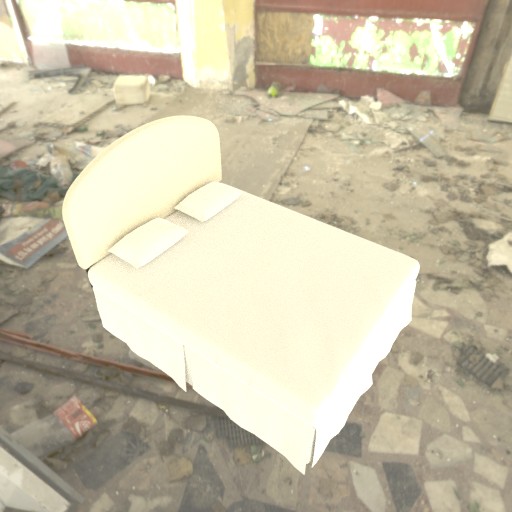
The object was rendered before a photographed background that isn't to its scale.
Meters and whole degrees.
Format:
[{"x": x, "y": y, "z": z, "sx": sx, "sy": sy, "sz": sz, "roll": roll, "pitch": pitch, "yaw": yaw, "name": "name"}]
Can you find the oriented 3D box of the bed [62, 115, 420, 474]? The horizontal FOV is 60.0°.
[{"x": 0.000, "y": 0.000, "z": 3.112, "sx": 2.005, "sy": 1.410, "sz": 1.607, "roll": 25, "pitch": 46, "yaw": 27, "name": "bed"}]
